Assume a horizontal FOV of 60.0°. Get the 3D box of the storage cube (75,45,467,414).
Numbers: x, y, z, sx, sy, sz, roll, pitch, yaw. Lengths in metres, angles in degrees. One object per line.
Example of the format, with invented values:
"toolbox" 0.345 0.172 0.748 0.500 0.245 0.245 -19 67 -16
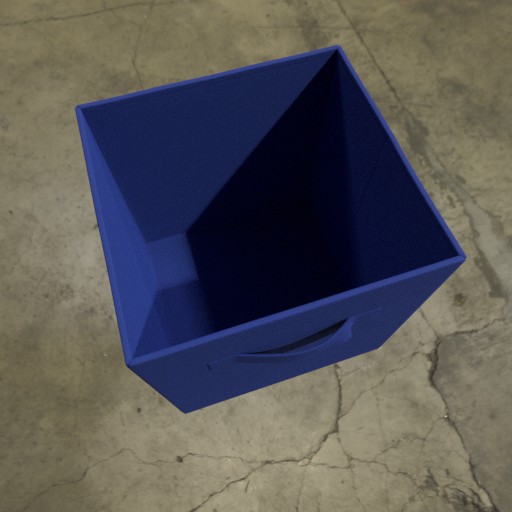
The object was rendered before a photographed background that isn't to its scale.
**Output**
"storage cube" 0.000 0.000 0.495 0.270 0.280 0.270 -16 65 -8
